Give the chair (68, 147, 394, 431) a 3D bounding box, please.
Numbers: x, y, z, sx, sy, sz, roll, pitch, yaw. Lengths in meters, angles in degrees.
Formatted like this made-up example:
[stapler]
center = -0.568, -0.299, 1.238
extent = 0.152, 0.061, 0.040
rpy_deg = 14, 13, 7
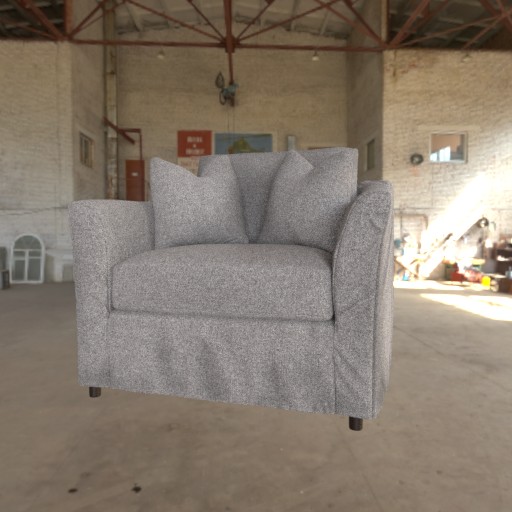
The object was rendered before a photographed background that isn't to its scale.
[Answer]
[chair]
center = 0.000, 0.000, 2.010
extent = 1.194, 1.059, 1.071
rpy_deg = 1, 2, 17
